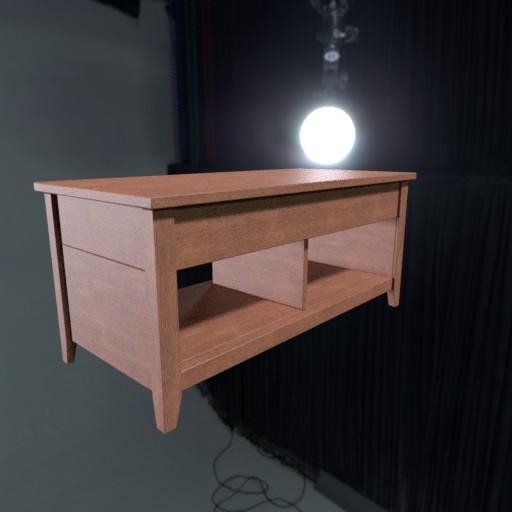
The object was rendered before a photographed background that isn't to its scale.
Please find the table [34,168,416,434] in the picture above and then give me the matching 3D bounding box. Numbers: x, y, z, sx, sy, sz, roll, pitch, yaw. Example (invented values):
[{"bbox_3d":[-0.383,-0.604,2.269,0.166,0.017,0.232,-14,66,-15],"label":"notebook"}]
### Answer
[{"bbox_3d":[0.000,0.000,1.296,0.483,0.457,1.016,12,18,42],"label":"table"}]
